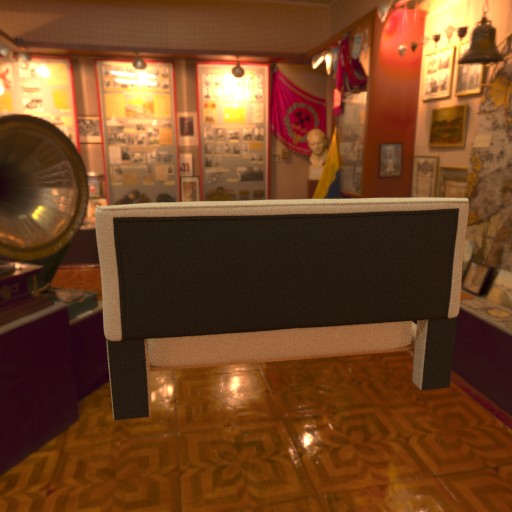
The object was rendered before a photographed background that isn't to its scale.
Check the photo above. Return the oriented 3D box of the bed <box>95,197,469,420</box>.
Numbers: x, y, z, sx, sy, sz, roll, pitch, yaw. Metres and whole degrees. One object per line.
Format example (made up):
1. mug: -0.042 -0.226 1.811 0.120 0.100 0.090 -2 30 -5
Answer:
1. bed: 0.000 0.000 3.279 1.840 1.067 2.368 -2 14 -10
